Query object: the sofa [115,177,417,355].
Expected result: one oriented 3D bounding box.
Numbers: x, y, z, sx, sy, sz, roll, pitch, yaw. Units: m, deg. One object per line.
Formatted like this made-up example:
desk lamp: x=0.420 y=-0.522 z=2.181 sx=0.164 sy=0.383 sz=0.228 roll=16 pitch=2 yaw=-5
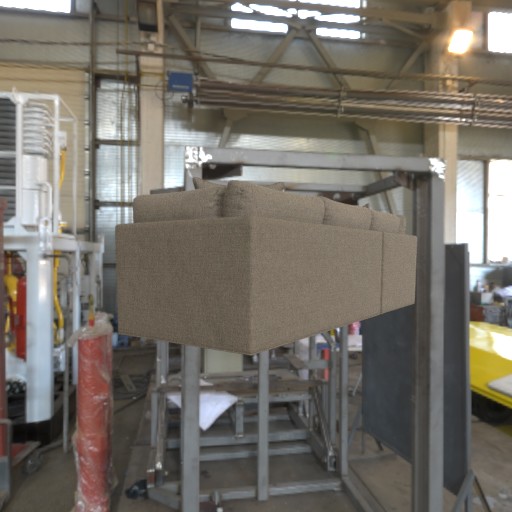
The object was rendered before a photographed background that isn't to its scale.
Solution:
sofa: x=0.000 y=0.000 z=3.902 sx=1.994 sy=0.978 sz=2.896 roll=0 pitch=0 yaw=35
